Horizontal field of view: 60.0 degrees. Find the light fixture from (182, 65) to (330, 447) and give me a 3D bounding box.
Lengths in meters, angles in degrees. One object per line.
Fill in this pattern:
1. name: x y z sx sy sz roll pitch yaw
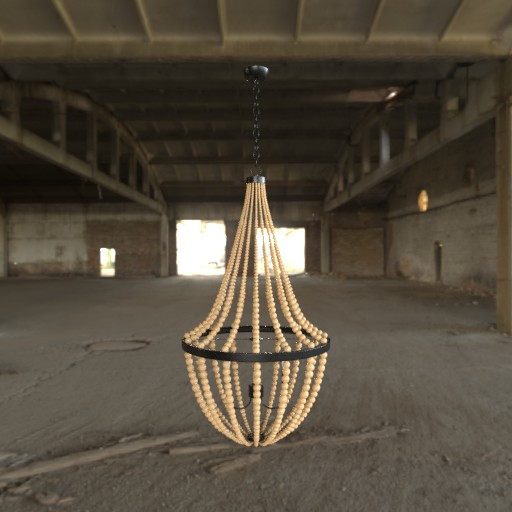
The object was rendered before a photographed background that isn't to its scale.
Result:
1. light fixture: 0.000 0.000 1.359 0.450 1.133 0.450 0 0 0
